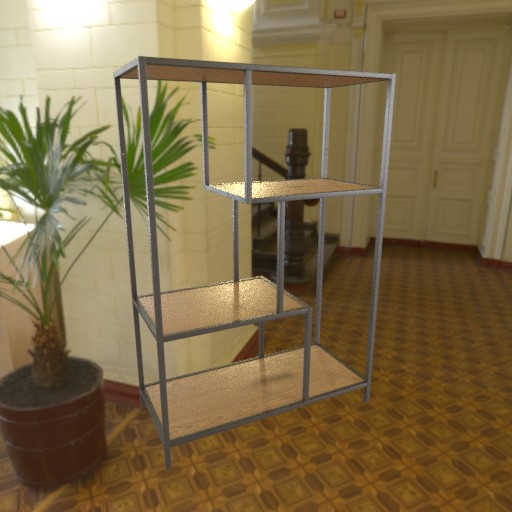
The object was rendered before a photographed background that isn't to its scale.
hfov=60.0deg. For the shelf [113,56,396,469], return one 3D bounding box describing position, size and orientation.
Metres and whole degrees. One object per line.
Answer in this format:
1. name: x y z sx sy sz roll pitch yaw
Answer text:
1. shelf: 0.000 0.000 1.482 0.770 1.138 0.350 -8 18 -25
